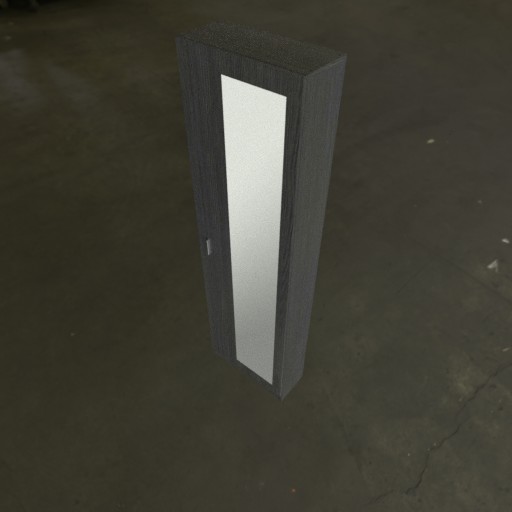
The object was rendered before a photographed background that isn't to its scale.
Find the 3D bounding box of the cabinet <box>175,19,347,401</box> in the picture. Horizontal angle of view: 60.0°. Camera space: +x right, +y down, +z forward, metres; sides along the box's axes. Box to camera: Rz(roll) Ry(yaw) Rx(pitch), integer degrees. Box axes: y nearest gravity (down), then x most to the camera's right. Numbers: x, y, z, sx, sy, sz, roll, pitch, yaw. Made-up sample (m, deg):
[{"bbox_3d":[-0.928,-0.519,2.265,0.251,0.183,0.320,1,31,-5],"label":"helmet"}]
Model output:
[{"bbox_3d":[0.000,0.000,1.970,0.500,1.790,0.230,30,52,27],"label":"cabinet"}]
